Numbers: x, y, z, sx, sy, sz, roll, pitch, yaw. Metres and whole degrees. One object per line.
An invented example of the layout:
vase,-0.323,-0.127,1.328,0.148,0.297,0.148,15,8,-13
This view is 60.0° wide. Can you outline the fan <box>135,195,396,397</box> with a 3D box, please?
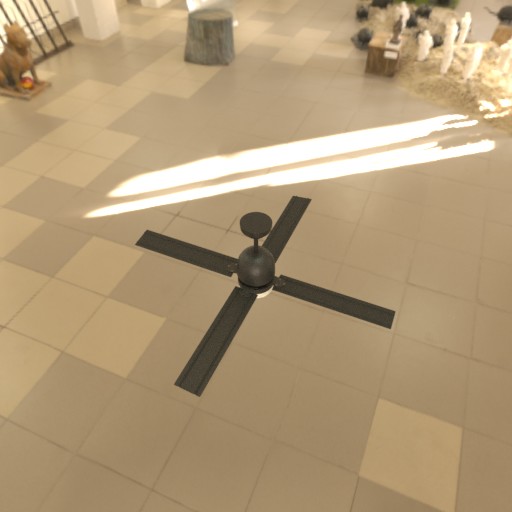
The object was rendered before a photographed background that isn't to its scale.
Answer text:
fan,0.000,0.000,2.039,1.319,0.410,1.319,16,48,16
